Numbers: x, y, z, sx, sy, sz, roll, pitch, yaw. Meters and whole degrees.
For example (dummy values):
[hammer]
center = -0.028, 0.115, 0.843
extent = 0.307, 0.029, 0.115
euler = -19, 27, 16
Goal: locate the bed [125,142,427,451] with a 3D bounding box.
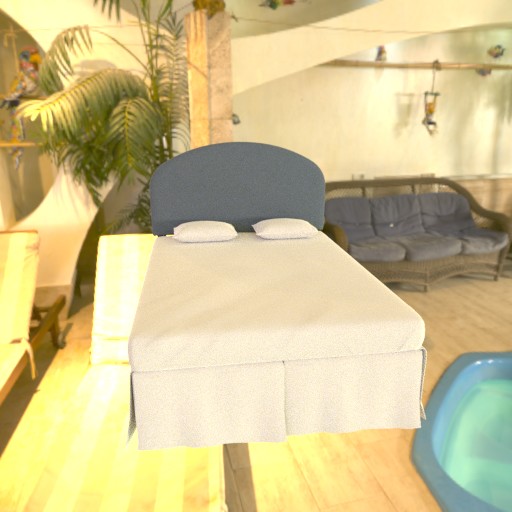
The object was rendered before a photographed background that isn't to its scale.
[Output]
[bed]
center = 0.000, 0.000, 3.015
extent = 1.607, 1.410, 2.005
euler = -3, 18, -8
